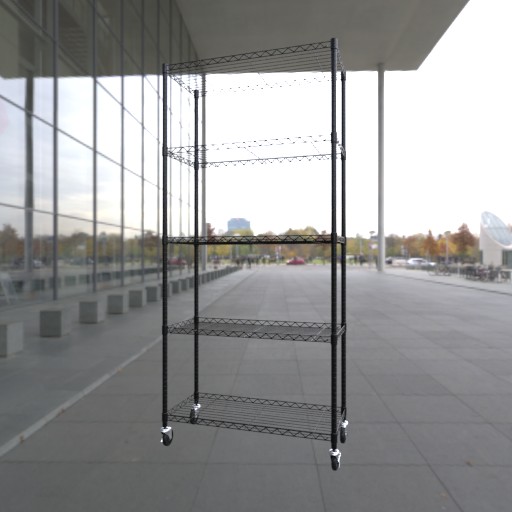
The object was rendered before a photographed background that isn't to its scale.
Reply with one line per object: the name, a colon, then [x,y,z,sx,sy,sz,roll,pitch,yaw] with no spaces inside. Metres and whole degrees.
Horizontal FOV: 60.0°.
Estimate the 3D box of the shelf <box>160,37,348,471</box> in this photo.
shelf: [0.000,0.000,1.939,0.762,1.645,0.356,0,0,18]
